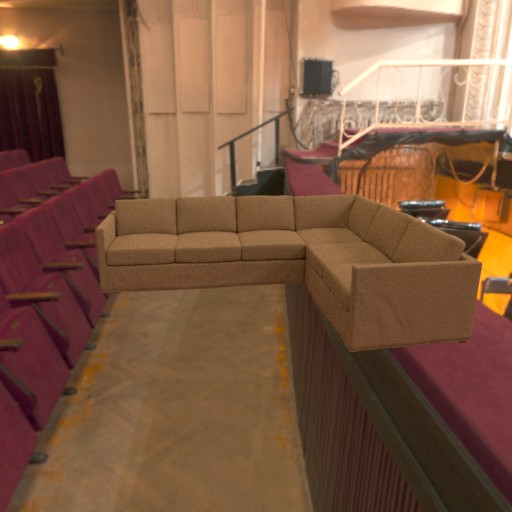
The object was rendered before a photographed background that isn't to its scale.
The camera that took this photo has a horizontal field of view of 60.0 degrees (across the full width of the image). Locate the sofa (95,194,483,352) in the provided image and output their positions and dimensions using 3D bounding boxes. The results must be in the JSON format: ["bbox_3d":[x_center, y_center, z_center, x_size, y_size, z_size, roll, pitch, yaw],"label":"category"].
[{"bbox_3d":[0.000,0.000,4.386,3.182,0.871,2.432,-2,17,-7],"label":"sofa"}]
